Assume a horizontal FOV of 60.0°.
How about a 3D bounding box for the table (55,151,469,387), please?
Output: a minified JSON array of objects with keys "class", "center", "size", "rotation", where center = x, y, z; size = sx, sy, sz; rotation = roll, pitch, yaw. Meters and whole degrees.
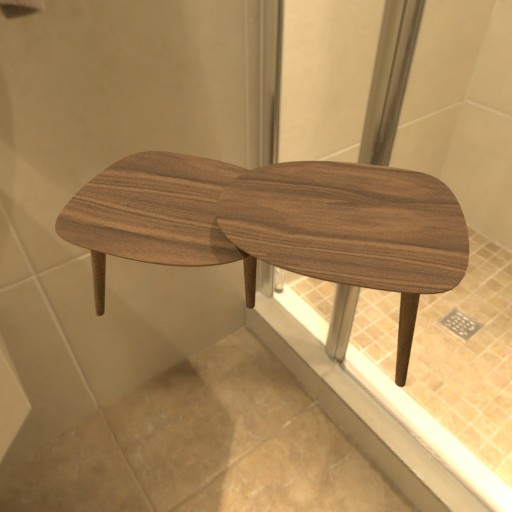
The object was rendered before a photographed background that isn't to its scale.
[{"class":"table","center":[0.000,0.000,1.343],"size":[1.084,0.429,0.527],"rotation":[11,43,12]}]
